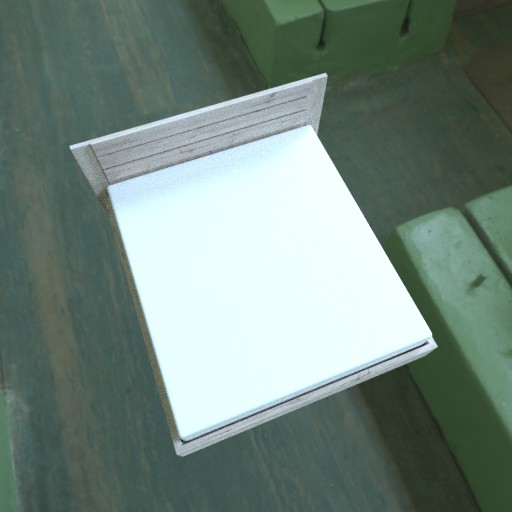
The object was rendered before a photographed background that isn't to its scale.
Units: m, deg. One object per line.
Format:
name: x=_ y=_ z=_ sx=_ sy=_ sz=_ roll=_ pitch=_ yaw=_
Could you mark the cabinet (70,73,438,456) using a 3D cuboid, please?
cabinet: x=0.000 y=0.000 z=3.203 sx=1.950 sy=0.970 sz=2.080 roll=-19 pitch=65 yaw=-9
